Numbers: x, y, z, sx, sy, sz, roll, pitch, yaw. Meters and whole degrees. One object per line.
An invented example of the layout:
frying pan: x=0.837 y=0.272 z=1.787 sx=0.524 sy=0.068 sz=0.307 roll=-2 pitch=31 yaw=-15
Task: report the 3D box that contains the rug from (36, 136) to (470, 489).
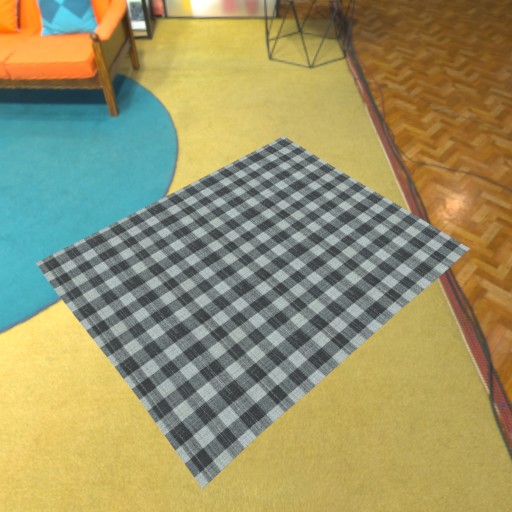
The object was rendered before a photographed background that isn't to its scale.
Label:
rug: x=0.000 y=0.000 z=3.946 sx=3.021 sy=0.013 sz=2.432 roll=-33 pitch=56 yaw=-26
